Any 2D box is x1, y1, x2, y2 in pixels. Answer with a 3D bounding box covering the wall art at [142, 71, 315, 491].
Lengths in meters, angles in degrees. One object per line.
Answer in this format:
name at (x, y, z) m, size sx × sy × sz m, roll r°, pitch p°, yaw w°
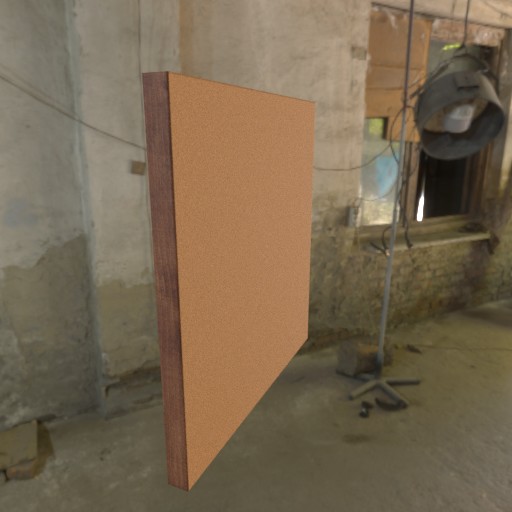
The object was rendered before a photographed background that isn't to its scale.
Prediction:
wall art at (0.000, 0.000, 0.822) m, size 0.037 × 0.572 × 0.554 m, roll 7°, pitch 17°, yaw 24°
